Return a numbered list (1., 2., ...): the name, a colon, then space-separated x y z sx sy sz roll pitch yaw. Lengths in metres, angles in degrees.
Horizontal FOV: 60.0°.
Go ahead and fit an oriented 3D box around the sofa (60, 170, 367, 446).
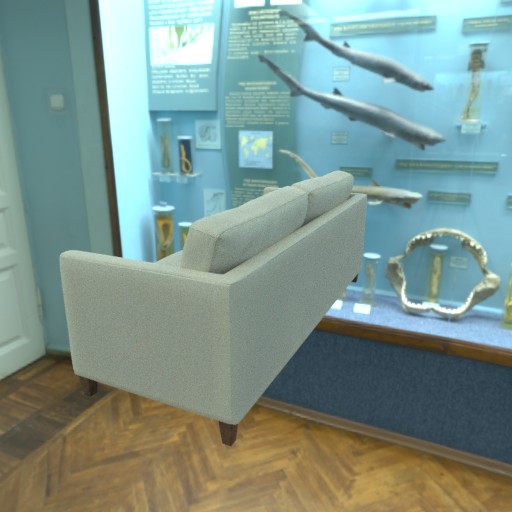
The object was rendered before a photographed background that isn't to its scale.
1. sofa: 0.000 0.000 2.928 0.951 0.968 2.361 8 19 25
